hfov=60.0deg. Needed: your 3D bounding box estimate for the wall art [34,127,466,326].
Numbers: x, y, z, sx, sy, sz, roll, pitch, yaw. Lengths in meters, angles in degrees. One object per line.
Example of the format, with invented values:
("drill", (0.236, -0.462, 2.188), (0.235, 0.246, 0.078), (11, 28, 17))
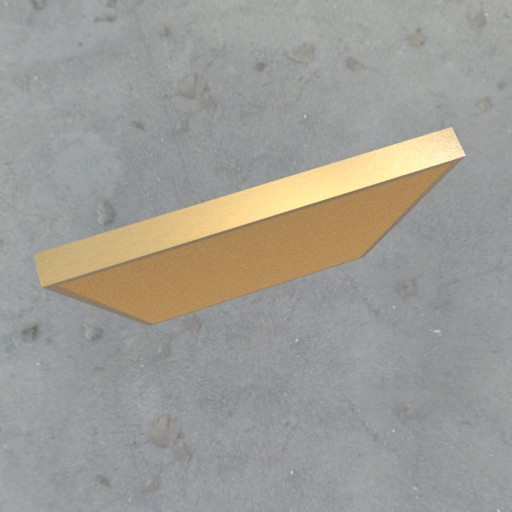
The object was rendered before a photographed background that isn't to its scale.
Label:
("wall art", (0.000, 0.000, 0.757), (0.509, 0.509, 0.040), (-18, 77, -4))
